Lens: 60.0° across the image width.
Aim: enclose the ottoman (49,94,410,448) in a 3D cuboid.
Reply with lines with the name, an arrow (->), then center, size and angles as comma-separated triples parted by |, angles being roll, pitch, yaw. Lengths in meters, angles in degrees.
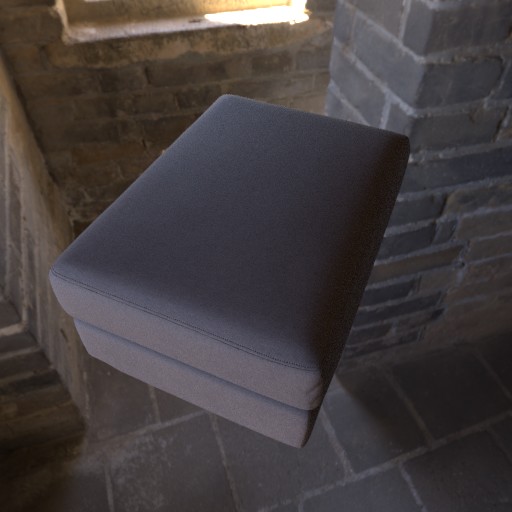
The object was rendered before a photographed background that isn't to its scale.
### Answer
ottoman -> 0.000, 0.000, 1.132 | 0.574, 0.497, 0.773 | 18, 50, 16
